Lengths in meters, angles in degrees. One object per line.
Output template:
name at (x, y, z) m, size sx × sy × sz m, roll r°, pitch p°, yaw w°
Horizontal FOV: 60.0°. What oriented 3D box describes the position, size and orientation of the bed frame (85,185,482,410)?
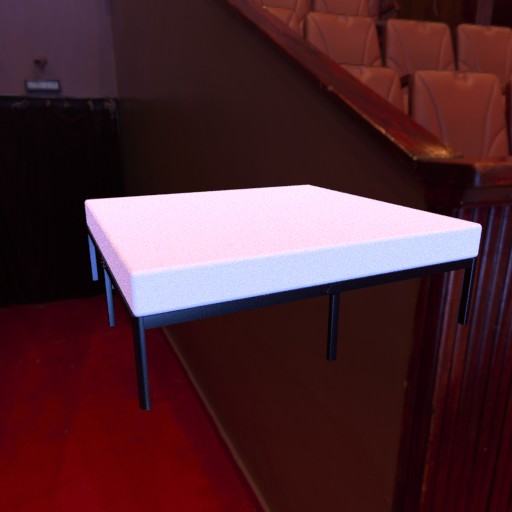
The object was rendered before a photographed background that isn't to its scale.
bed frame at (0.000, 0.000, 3.147) m, size 2.079 × 0.659 × 1.963 m, roll -8°, pitch 18°, yaw -24°
